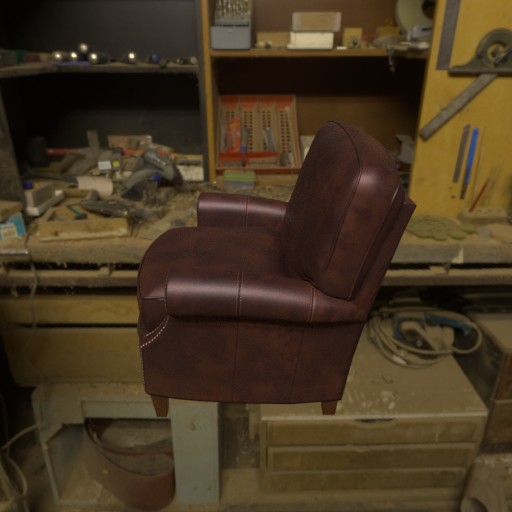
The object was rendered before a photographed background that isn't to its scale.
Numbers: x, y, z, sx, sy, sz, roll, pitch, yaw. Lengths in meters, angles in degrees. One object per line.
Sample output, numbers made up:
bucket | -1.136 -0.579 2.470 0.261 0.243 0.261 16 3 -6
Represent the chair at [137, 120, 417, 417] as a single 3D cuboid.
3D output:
chair | 0.000 0.000 1.799 0.986 1.018 0.936 0 26 1
